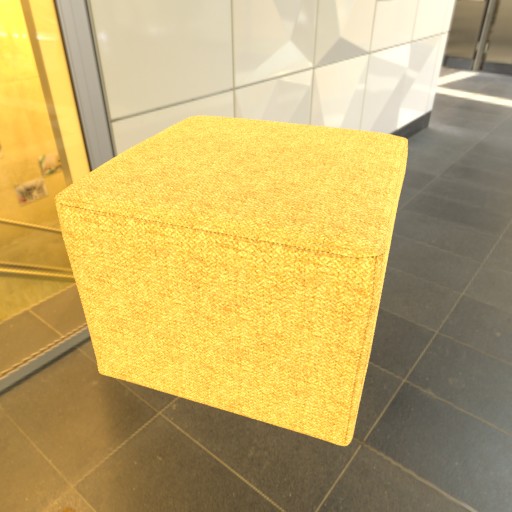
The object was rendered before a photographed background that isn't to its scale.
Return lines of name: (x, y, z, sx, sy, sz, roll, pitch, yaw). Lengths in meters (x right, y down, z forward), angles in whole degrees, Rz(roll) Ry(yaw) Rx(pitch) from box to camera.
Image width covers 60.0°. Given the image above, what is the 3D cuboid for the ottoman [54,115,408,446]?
ottoman: (0.000, 0.000, 0.902, 0.512, 0.441, 0.505, 11, 34, 16)
